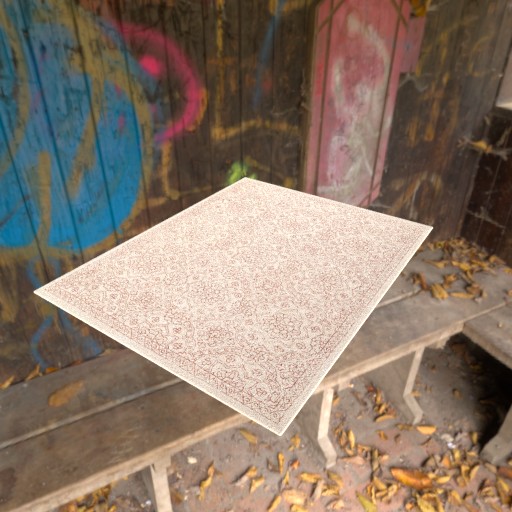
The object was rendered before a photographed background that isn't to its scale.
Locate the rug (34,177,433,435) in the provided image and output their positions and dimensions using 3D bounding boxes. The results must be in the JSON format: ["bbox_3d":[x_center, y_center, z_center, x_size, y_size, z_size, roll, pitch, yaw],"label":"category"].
[{"bbox_3d":[0.000,0.000,4.197,2.441,0.015,3.050,20,37,29],"label":"rug"}]
